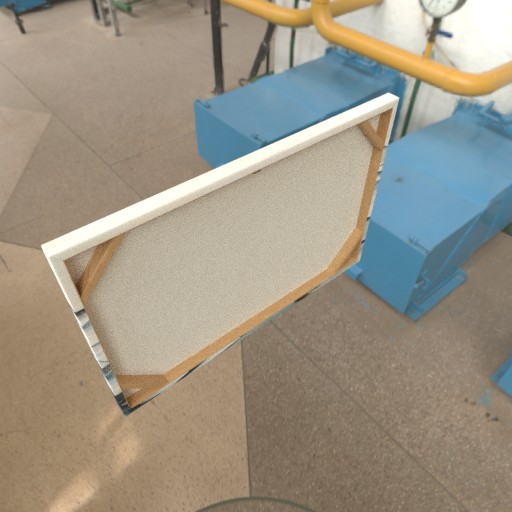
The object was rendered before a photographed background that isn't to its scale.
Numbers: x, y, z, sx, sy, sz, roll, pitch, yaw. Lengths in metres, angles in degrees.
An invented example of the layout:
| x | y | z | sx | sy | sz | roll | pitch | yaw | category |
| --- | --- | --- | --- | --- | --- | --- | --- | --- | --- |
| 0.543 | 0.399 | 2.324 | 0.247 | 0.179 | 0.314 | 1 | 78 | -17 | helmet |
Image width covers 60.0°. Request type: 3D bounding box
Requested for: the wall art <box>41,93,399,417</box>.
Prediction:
| x | y | z | sx | sy | sz | roll | pitch | yaw | category |
| --- | --- | --- | --- | --- | --- | --- | --- | --- | --- |
| 0.000 | 0.000 | 1.165 | 0.914 | 0.609 | 0.039 | -30 | 53 | -26 | wall art |
